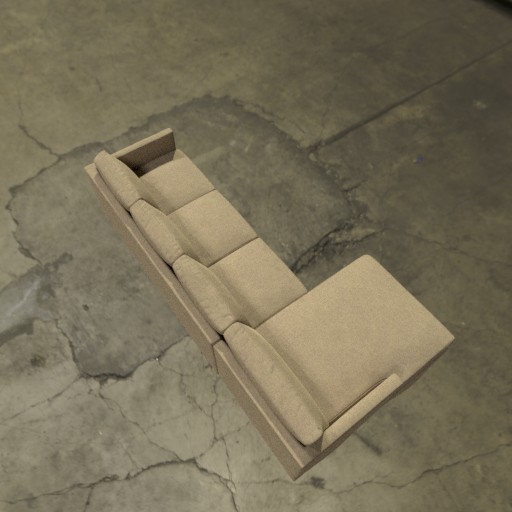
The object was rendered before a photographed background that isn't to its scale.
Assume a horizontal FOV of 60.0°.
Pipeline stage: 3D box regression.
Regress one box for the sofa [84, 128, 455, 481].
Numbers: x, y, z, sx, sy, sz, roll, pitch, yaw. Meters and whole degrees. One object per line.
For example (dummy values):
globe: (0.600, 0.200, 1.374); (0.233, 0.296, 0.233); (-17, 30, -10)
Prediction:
sofa: (0.000, 0.000, 3.910); (1.638, 0.920, 3.198); (-32, 63, -19)
